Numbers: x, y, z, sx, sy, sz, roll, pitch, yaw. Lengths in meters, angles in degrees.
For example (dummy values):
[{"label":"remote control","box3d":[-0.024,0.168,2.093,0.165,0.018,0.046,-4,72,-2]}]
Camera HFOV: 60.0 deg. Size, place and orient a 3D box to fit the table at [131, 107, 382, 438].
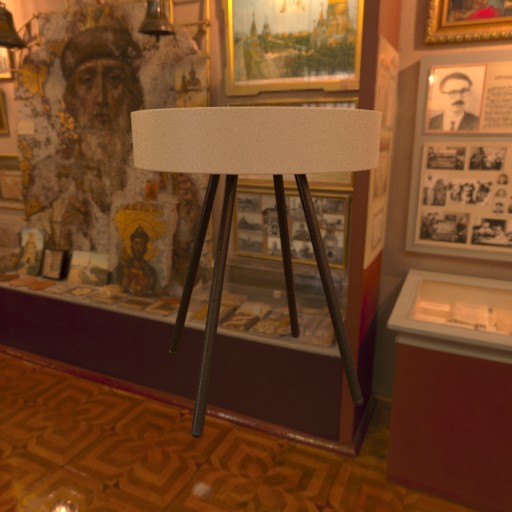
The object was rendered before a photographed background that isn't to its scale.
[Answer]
[{"label":"table","box3d":[0.000,0.000,0.861,0.450,0.525,0.450,0,15,0]}]
